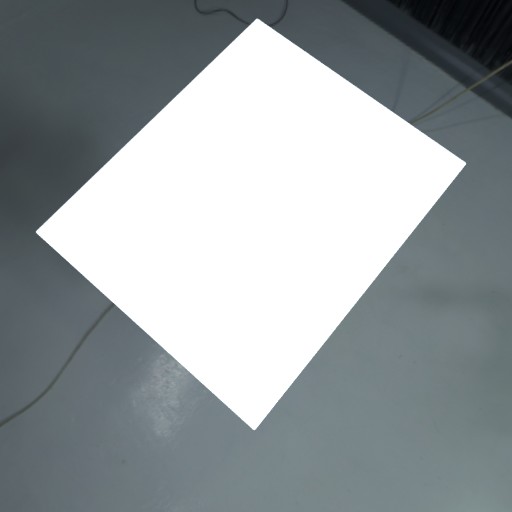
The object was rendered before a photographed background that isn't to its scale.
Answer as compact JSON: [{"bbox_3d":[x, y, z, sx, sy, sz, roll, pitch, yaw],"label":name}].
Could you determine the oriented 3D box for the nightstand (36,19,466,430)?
[{"bbox_3d":[0.000,0.000,0.932,0.402,0.623,0.479,39,78,10],"label":"nightstand"}]
